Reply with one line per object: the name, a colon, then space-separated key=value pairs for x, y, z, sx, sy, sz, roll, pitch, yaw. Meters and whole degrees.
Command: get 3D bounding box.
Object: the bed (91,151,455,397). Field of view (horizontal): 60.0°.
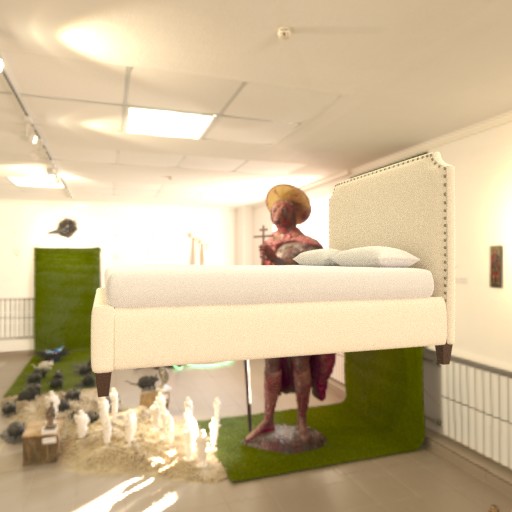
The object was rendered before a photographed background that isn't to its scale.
bed: x=0.000 y=0.000 z=3.458 sx=2.372 sy=1.497 sz=1.712 roll=0 pitch=-1 yaw=-19
